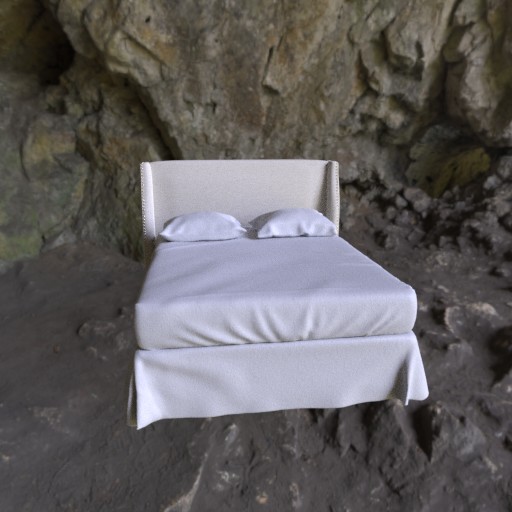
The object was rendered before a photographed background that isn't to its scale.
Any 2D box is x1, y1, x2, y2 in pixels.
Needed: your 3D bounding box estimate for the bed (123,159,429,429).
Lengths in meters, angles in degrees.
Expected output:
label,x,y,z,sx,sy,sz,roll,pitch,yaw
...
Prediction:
label,x,y,z,sx,sy,sz,roll,pitch,yaw
bed,0.000,0.000,3.435,1.925,1.332,2.276,-2,16,-8
